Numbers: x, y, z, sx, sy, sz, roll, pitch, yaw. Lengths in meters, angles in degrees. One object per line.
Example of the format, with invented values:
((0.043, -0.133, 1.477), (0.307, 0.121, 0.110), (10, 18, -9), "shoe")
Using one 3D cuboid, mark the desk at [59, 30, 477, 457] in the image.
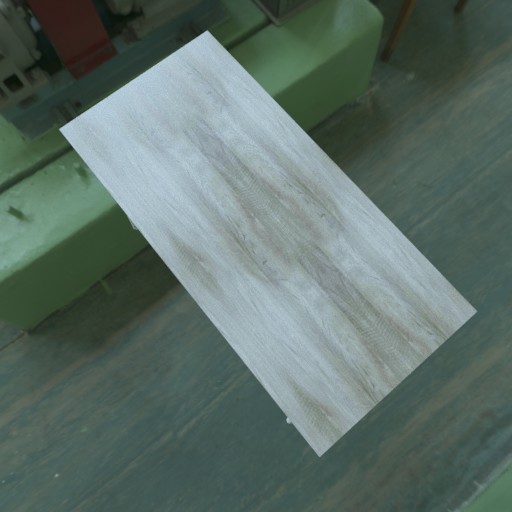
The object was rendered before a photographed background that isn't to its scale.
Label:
((0.000, 0.000, 1.395), (0.491, 0.723, 0.979), (-38, 78, -10), "desk")
